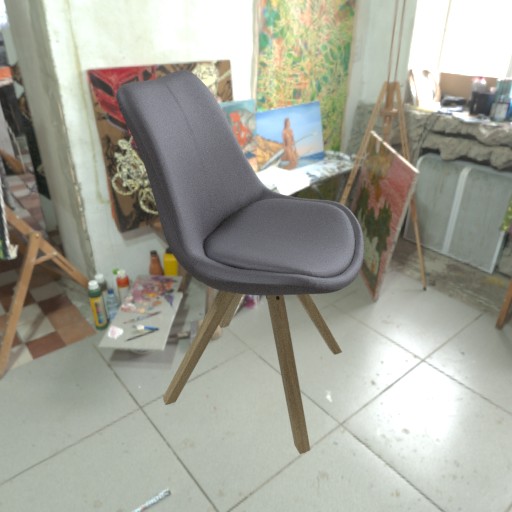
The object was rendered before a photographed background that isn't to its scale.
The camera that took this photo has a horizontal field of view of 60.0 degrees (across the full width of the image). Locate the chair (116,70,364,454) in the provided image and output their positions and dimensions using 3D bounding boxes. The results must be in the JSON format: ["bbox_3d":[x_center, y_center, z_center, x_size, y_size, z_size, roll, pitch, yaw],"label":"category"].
[{"bbox_3d":[0.000,0.000,1.173,0.547,0.865,0.483,11,32,18],"label":"chair"}]
